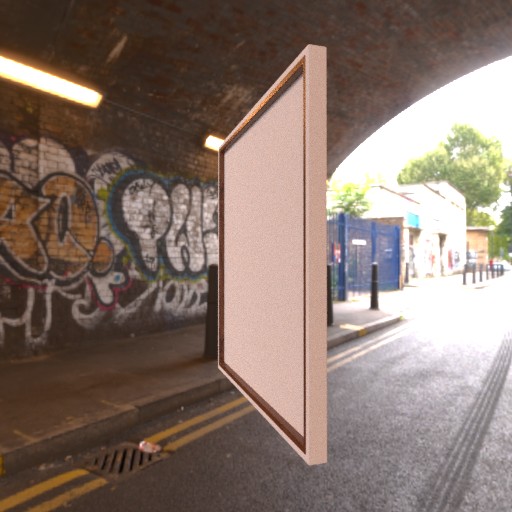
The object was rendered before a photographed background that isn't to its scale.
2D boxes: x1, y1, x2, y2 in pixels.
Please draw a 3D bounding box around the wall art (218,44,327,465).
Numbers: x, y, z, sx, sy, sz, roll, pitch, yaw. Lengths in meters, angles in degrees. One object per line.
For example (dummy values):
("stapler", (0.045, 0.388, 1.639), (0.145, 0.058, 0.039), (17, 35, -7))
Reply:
("wall art", (0.000, 0.000, 1.548), (0.049, 1.009, 1.009), (0, -1, -17))
